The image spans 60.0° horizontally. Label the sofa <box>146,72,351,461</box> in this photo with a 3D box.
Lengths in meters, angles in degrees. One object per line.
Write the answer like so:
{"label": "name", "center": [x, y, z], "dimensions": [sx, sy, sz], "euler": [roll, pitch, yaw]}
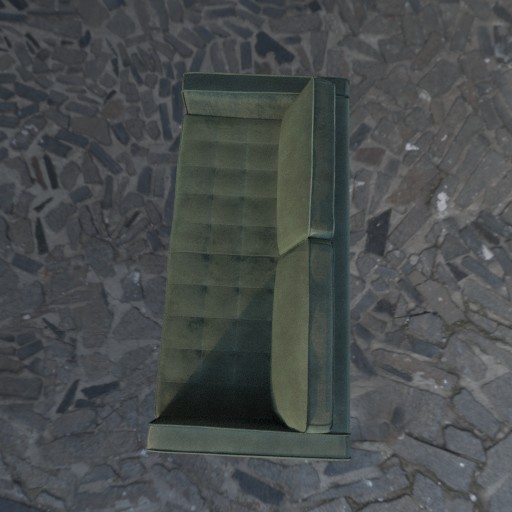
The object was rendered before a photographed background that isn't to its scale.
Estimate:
{"label": "sofa", "center": [0.000, 0.000, 2.213], "dimensions": [0.886, 0.781, 1.816], "euler": [3, 76, 1]}
